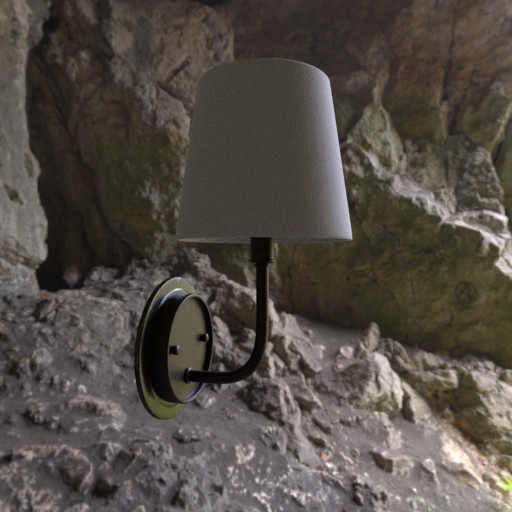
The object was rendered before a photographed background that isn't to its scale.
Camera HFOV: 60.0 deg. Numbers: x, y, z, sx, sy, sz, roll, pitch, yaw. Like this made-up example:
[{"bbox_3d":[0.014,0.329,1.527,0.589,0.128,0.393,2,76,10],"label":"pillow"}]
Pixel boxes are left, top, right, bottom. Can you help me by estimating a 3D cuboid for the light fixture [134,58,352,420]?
[{"bbox_3d":[0.000,0.000,0.441,0.188,0.337,0.168,0,0,18],"label":"light fixture"}]
